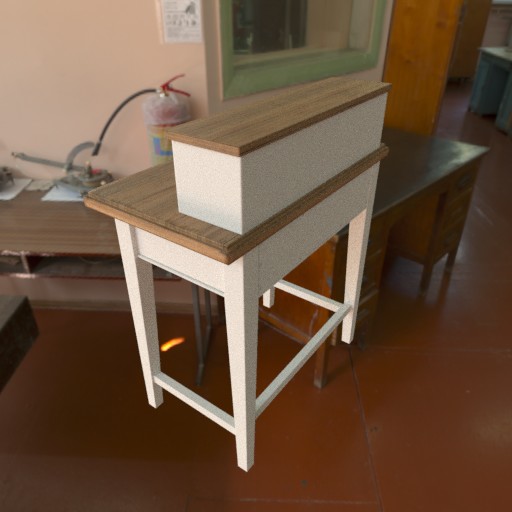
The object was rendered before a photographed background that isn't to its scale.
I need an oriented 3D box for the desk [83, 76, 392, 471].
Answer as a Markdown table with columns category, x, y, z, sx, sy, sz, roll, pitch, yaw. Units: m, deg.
| category | x | y | z | sx | sy | sz | roll | pitch | yaw |
| --- | --- | --- | --- | --- | --- | --- | --- | --- | --- |
| desk | 0.000 | 0.000 | 1.408 | 0.462 | 0.981 | 0.814 | 21 | 38 | 30 |
